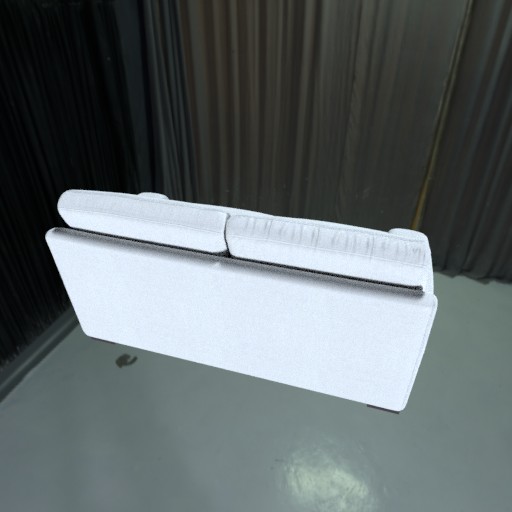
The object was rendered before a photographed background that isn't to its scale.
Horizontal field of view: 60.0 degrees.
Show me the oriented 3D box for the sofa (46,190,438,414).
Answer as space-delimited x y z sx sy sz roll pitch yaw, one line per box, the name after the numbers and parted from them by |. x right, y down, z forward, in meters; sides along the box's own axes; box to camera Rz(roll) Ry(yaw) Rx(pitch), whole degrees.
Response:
0.000 0.000 2.528 1.880 0.940 1.143 10 35 15 | sofa
